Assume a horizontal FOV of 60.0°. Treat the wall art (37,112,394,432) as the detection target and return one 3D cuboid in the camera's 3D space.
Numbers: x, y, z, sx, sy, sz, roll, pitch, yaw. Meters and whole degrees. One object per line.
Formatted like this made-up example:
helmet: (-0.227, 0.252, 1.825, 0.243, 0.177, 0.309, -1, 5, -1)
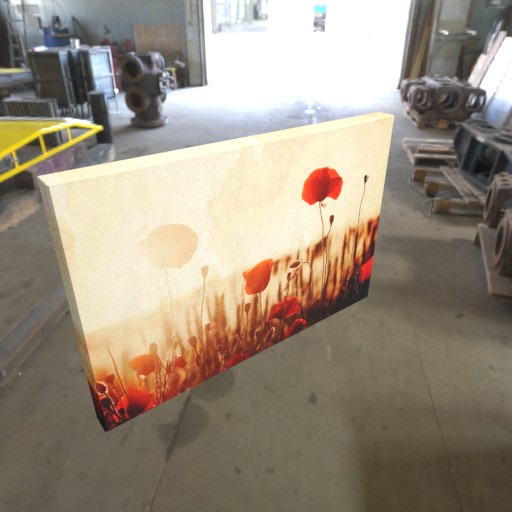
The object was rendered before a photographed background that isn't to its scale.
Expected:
wall art: (0.000, 0.000, 0.762, 0.613, 0.402, 0.040, -20, 35, -32)
